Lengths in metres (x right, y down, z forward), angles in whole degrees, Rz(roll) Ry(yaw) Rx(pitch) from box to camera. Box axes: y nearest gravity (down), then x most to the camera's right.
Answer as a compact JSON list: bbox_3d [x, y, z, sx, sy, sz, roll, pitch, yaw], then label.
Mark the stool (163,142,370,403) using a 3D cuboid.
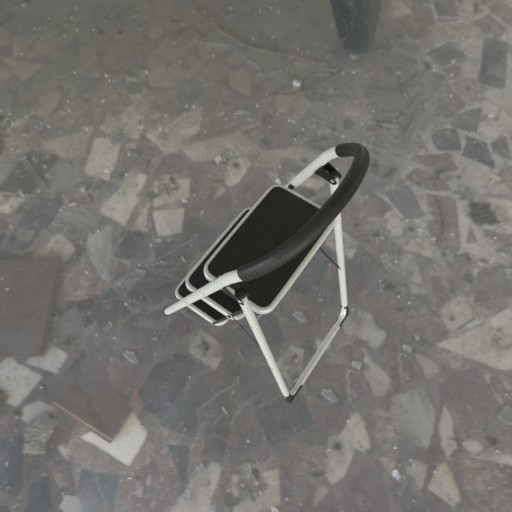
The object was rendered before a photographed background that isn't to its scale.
[{"bbox_3d":[0.000,0.000,1.462,0.676,1.109,0.485,32,67,15],"label":"stool"}]
